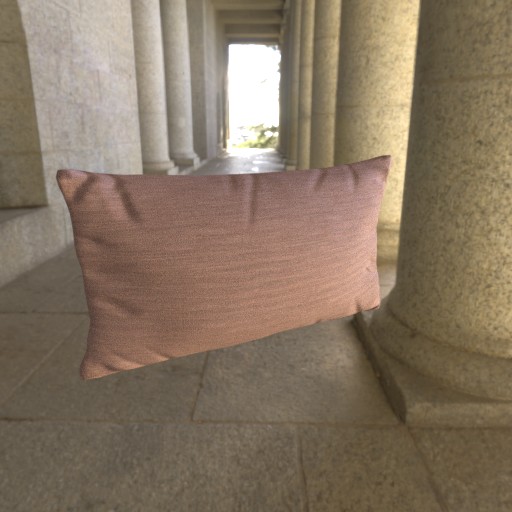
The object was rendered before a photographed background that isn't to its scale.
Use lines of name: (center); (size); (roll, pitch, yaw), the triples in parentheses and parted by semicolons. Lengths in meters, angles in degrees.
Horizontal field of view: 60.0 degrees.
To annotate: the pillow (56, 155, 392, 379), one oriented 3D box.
pillow: (0.000, 0.000, 0.803); (0.633, 0.338, 0.210); (-9, 19, -27)
